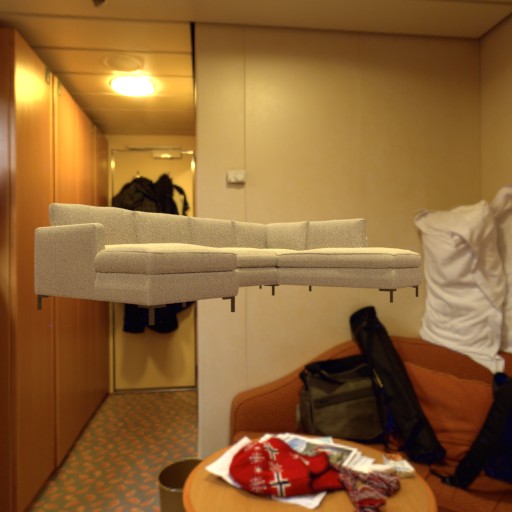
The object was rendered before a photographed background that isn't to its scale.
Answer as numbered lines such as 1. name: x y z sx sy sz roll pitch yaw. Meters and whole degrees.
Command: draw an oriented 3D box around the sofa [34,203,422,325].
1. sofa: 0.000 0.000 3.605 1.879 0.756 2.737 0 0 36
